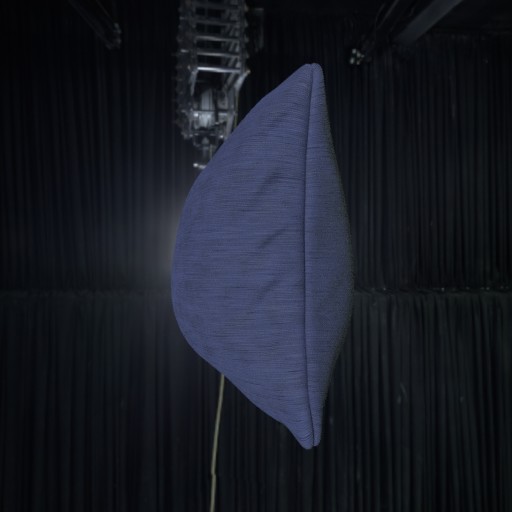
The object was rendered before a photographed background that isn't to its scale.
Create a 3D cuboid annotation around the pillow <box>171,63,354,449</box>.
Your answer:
[{"bbox_3d":[0.000,0.000,0.670,0.246,0.414,0.432,0,-1,-17],"label":"pillow"}]
